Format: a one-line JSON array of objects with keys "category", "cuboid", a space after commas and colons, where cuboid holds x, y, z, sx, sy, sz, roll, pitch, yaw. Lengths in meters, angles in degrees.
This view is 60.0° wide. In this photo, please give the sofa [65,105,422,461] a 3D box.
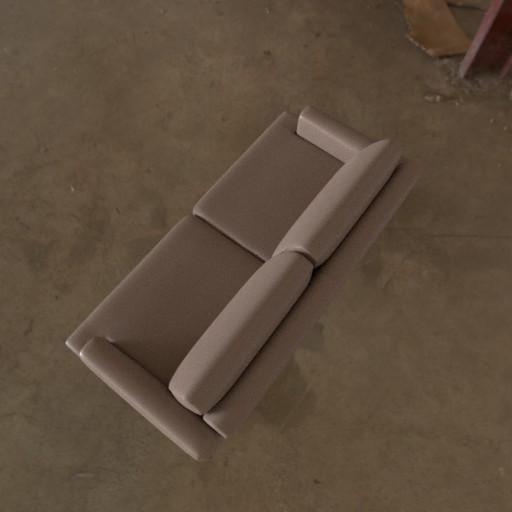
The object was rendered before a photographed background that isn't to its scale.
[{"category": "sofa", "cuboid": [0.000, 0.000, 2.409, 0.974, 0.765, 1.940, 34, 69, 15]}]
